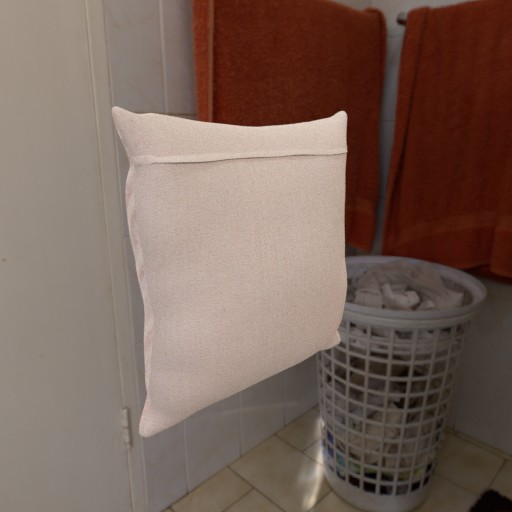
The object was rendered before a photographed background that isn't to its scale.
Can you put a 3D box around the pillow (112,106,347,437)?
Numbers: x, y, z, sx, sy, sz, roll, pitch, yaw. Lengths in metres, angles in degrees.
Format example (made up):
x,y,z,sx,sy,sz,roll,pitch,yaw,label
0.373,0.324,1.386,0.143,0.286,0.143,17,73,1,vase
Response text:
x,y,z,sx,sy,sz,roll,pitch,yaw,label
0.000,0.000,0.690,0.440,0.441,0.182,-14,21,-41,pillow
